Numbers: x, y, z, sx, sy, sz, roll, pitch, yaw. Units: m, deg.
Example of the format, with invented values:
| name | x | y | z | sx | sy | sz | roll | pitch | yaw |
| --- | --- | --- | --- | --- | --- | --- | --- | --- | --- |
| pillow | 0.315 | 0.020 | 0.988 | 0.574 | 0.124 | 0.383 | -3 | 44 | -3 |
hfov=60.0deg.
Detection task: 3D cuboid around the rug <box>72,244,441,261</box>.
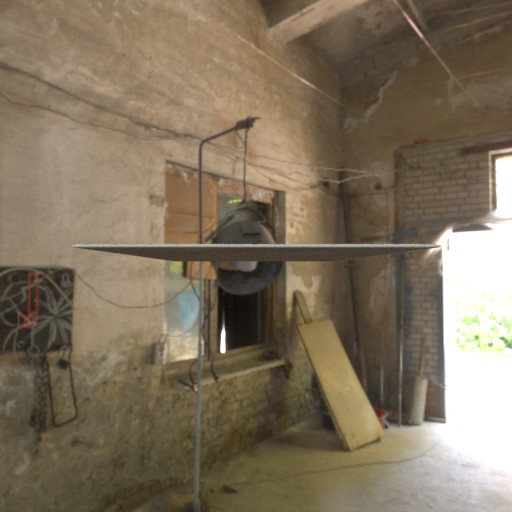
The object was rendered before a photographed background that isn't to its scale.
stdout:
| name | x | y | z | sx | sy | sz | roll | pitch | yaw |
| --- | --- | --- | --- | --- | --- | --- | --- | --- | --- |
| rug | 0.000 | 0.000 | 2.376 | 1.219 | 0.012 | 1.839 | 0 | -2 | 0 |
